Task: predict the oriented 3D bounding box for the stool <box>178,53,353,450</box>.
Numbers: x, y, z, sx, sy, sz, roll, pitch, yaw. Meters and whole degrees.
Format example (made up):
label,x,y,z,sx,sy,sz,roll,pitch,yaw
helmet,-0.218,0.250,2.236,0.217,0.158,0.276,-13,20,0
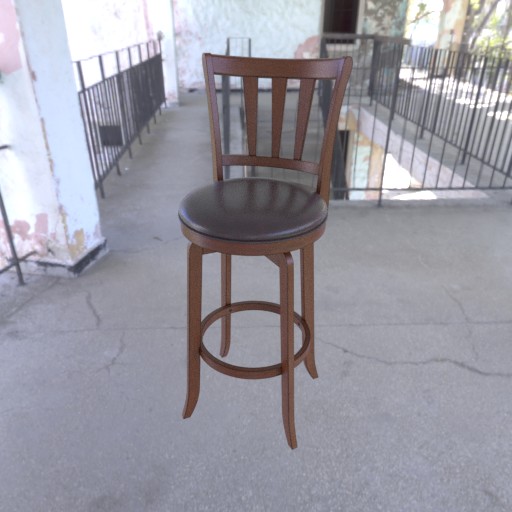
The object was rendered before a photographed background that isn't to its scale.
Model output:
label,x,y,z,sx,sy,sz,roll,pitch,yaw
stool,0.000,0.000,1.440,0.464,1.177,0.503,9,29,16
